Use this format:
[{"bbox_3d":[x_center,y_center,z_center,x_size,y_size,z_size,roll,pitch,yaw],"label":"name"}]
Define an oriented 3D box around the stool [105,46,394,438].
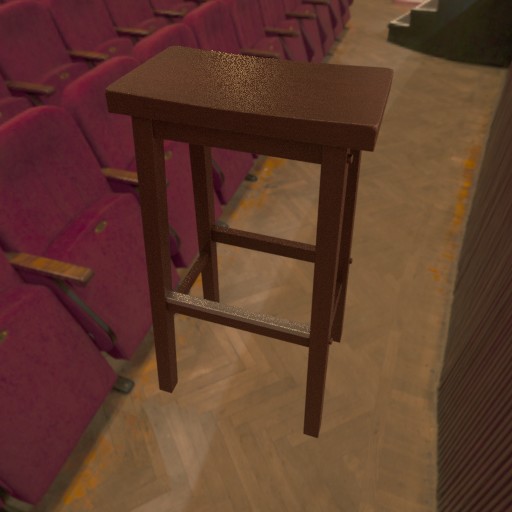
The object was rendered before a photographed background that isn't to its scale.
[{"bbox_3d":[0.000,0.000,0.939,0.406,0.742,0.322,12,43,14],"label":"stool"}]
